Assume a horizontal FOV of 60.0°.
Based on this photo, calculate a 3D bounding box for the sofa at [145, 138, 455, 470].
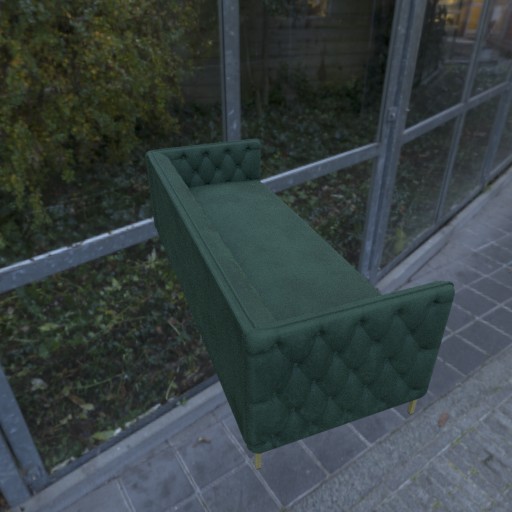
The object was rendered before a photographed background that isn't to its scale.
[{"bbox_3d":[0.000,0.000,2.656,0.895,0.771,2.209,-11,33,-18],"label":"sofa"}]
